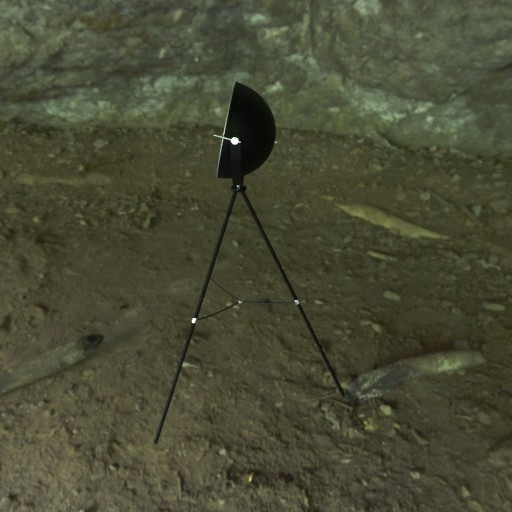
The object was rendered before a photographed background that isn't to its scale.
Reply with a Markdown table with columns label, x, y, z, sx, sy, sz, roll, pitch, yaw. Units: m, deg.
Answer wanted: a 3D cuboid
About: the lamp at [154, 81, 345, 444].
| label | x | y | z | sx | sy | sz | roll | pitch | yaw |
| --- | --- | --- | --- | --- | --- | --- | --- | --- | --- |
| lamp | 0.000 | 0.000 | 2.057 | 0.920 | 1.512 | 0.817 | 0 | 25 | 0 |
